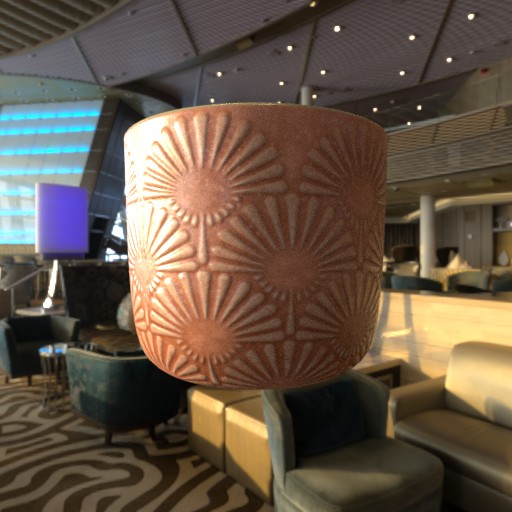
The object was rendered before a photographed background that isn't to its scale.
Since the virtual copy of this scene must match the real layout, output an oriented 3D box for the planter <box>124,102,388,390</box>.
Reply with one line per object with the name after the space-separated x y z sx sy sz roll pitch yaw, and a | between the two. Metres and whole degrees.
0.000 0.000 0.217 0.124 0.109 0.124 0 0 0 | planter
